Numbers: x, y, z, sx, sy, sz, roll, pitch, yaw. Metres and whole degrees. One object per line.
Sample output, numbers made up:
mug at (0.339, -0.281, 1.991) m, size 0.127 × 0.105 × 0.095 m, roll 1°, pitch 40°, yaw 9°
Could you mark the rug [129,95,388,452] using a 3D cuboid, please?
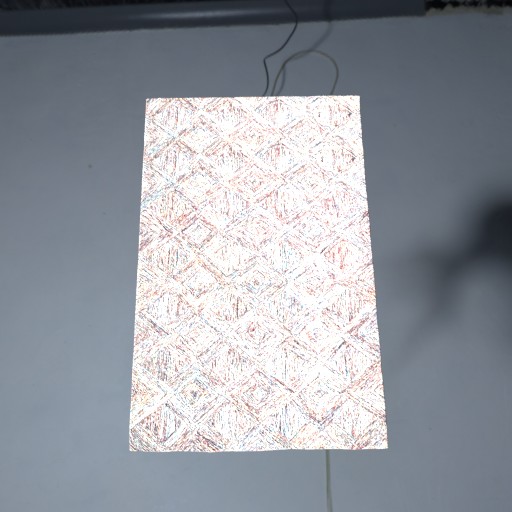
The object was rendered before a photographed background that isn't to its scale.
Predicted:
rug at (0.000, 0.000, 2.154) m, size 1.143 × 0.014 × 1.761 m, roll -1°, pitch 76°, yaw 0°
